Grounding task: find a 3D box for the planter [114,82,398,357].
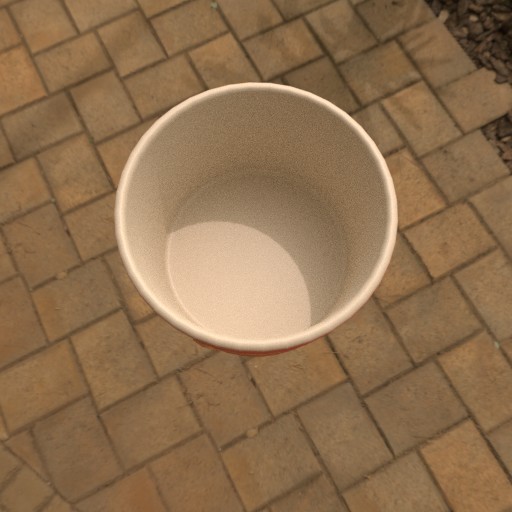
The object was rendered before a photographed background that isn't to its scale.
[{"bbox_3d":[0.000,0.000,0.581,0.269,0.379,0.269,0,76,0],"label":"planter"}]
